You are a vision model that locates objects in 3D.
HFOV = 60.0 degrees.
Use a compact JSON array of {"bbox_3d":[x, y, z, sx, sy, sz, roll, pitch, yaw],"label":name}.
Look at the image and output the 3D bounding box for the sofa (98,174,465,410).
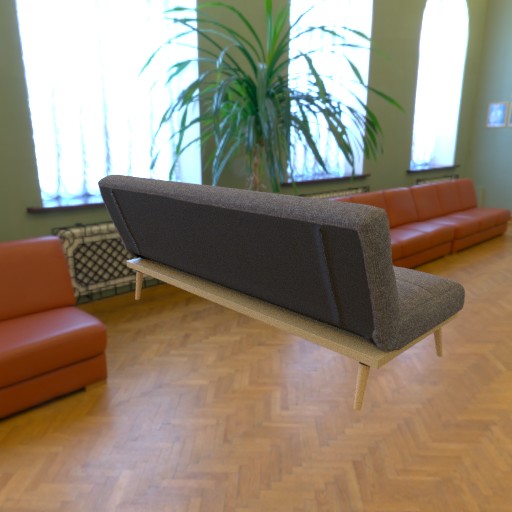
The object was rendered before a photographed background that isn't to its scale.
[{"bbox_3d":[0.000,0.000,2.271,0.820,0.770,1.820,-14,20,-42],"label":"sofa"}]
